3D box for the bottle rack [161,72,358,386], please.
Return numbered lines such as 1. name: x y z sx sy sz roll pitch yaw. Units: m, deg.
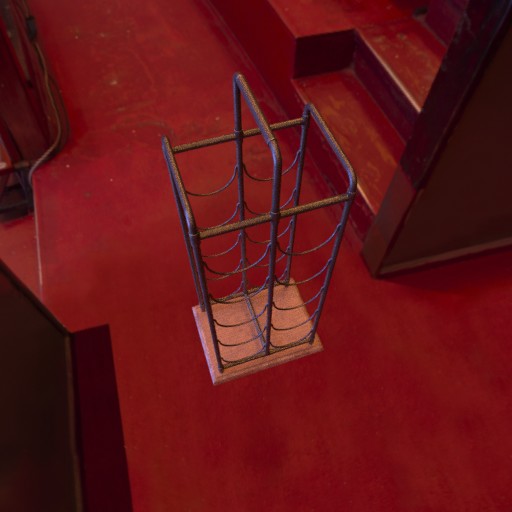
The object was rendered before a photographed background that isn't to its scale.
1. bottle rack: 0.000 0.000 0.828 0.276 0.680 0.208 -16 58 -10
